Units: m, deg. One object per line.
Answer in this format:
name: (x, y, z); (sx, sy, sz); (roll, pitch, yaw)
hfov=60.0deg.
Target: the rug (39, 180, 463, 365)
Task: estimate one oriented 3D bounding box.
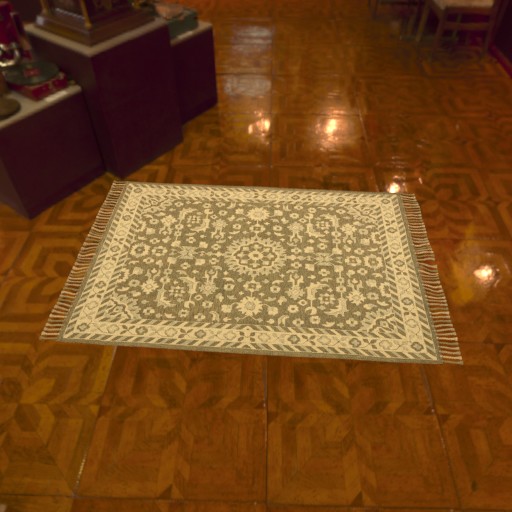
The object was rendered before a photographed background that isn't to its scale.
rug: (0.000, 0.000, 3.032); (2.431, 0.025, 1.530); (3, 46, 3)
